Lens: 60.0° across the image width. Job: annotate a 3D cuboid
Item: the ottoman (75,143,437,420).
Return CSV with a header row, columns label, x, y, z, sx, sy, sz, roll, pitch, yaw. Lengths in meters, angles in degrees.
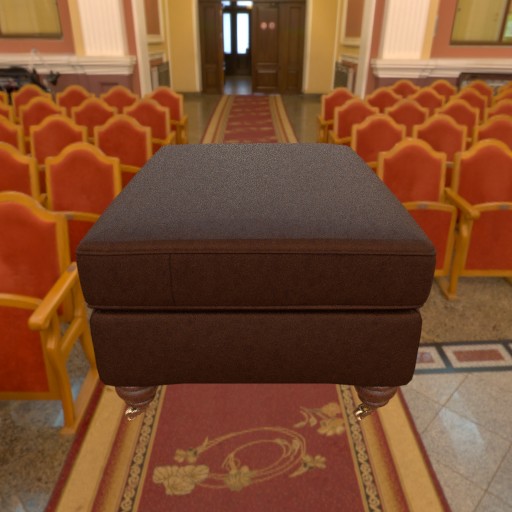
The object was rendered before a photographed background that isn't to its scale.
label,x,y,z,sx,sy,sz,roll,pitch,yaw
ottoman,0.000,0.000,1.801,0.967,0.730,1.187,0,26,0
